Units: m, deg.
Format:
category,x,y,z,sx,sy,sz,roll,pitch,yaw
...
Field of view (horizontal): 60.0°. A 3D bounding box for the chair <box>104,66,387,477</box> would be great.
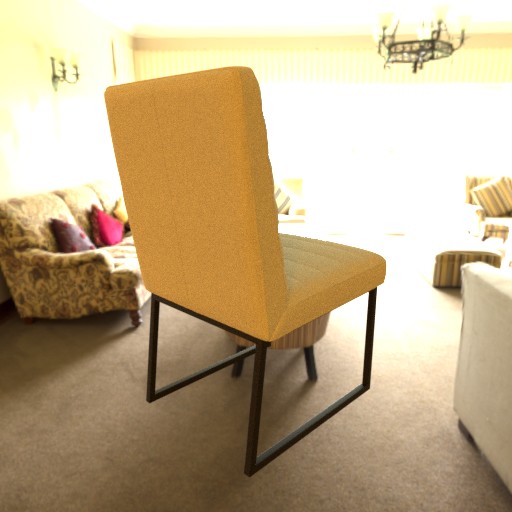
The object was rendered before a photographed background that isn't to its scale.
category,x,y,z,sx,sy,sz,roll,pitch,yaw
chair,0.000,0.000,1.288,0.520,0.930,0.634,14,20,43
